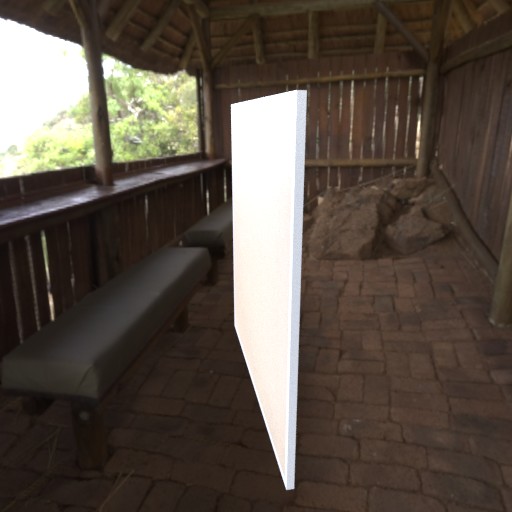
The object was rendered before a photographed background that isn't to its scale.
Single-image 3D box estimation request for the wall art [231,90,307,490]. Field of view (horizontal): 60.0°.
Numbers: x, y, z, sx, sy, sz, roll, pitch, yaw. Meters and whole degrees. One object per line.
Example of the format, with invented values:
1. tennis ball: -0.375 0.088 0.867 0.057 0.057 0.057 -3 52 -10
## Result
1. wall art: 0.000 0.000 0.838 0.012 0.557 0.557 -3 18 -10
